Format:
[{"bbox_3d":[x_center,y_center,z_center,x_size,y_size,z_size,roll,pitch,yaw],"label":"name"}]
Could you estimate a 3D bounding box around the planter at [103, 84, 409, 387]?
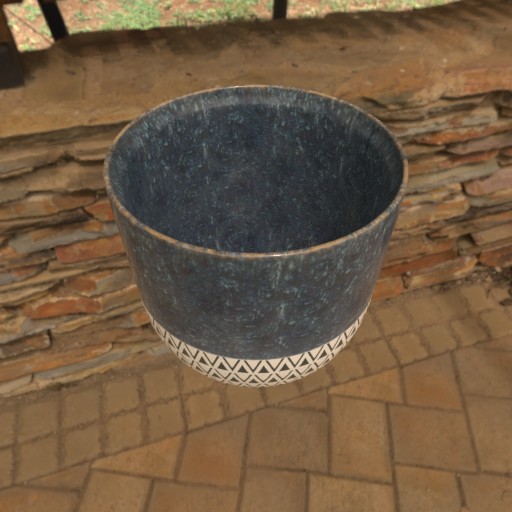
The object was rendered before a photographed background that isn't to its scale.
[{"bbox_3d":[0.000,0.000,0.491,0.266,0.270,0.266,0,46,0],"label":"planter"}]
